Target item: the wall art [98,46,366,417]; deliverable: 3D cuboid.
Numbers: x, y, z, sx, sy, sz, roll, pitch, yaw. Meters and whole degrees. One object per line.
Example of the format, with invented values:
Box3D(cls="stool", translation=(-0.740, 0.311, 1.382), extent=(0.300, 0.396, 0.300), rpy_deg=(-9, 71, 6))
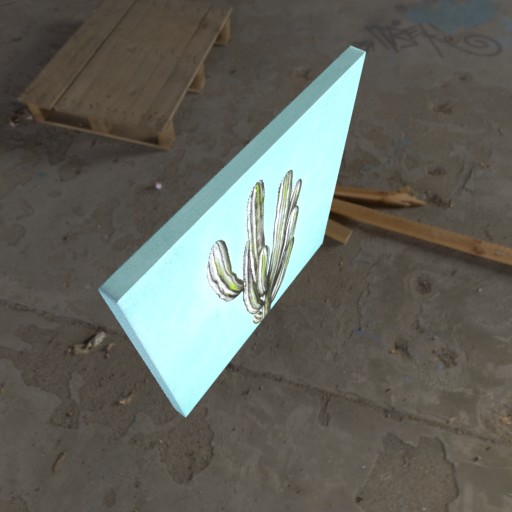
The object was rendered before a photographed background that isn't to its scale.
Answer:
Box3D(cls="wall art", translation=(0.000, 0.000, 1.610), extent=(0.070, 1.073, 1.071), rpy_deg=(32, 63, 18))
